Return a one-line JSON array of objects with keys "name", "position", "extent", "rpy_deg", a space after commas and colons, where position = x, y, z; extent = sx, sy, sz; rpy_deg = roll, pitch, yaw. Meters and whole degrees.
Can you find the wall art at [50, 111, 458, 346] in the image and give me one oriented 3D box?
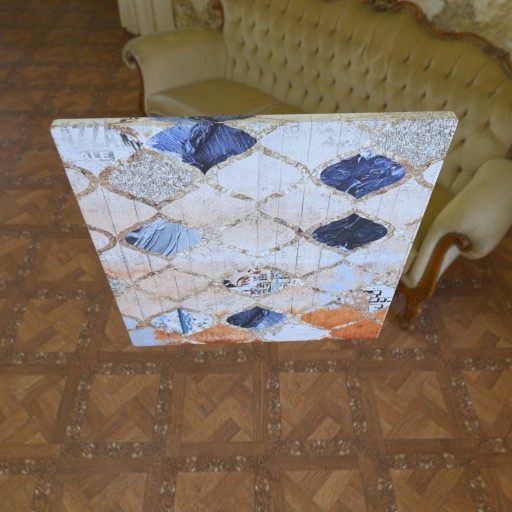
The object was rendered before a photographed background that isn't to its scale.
[{"name": "wall art", "position": [0.000, 0.000, 1.332], "extent": [0.912, 0.914, 0.039], "rpy_deg": [-2, 48, -2]}]
